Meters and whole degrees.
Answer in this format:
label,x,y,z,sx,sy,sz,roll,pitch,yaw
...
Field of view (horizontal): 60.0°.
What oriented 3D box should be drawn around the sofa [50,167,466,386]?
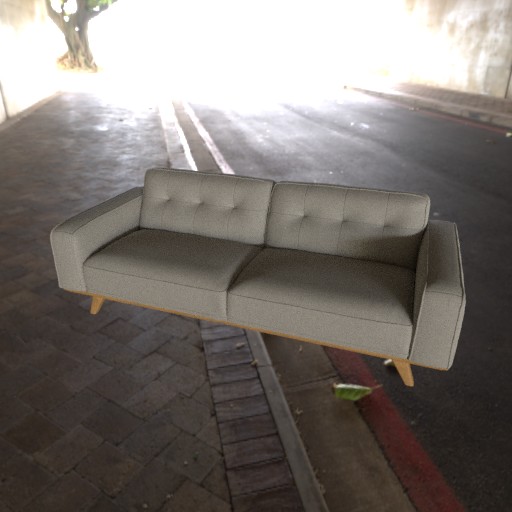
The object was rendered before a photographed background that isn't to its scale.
label,x,y,z,sx,sy,sz,roll,pitch,yaw
sofa,0.000,0.000,2.698,2.270,0.781,0.956,9,27,18
